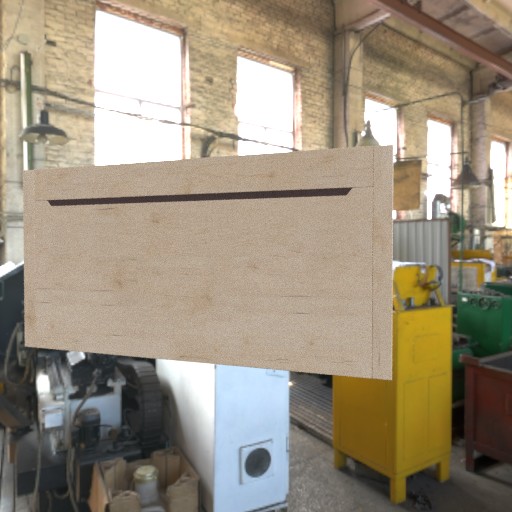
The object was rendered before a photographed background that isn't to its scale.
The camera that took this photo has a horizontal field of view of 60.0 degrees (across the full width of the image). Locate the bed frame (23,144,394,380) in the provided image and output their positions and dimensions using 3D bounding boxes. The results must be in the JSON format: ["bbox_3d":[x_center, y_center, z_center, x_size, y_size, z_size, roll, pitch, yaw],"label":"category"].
[{"bbox_3d":[0.000,0.000,2.958,1.800,0.900,2.080,0,1,19],"label":"bed frame"}]
